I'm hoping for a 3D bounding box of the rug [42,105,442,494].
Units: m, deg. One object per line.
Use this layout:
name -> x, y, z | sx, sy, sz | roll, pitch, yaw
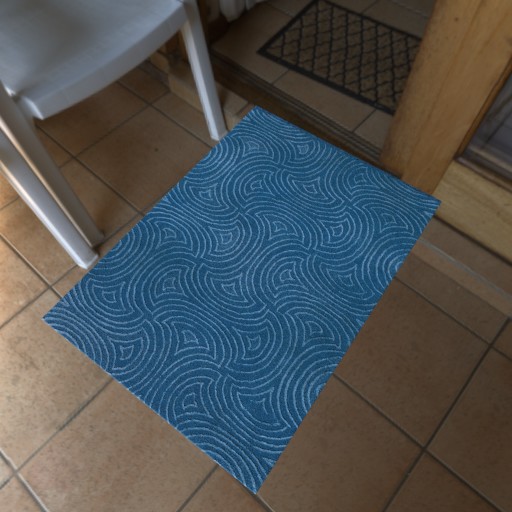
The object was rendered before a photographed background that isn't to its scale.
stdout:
rug -> 0.000, 0.000, 2.789 | 1.543, 0.015, 2.144 | 32, 66, 16
